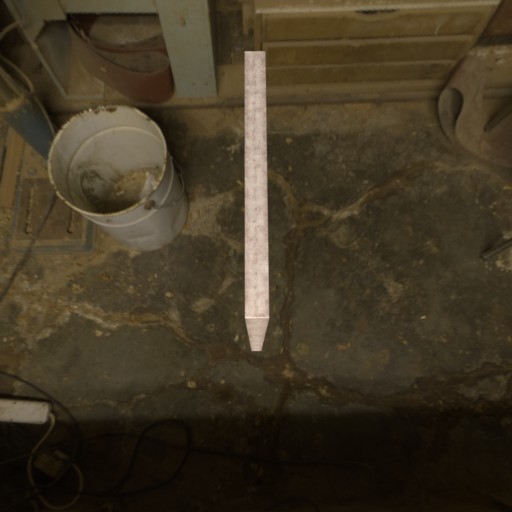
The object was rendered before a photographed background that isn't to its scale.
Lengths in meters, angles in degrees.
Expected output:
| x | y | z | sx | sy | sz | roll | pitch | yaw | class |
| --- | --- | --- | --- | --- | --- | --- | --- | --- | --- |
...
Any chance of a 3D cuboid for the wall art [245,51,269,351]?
| x | y | z | sx | sy | sz | roll | pitch | yaw | class |
| --- | --- | --- | --- | --- | --- | --- | --- | --- | --- |
| 0.000 | 0.000 | 1.702 | 0.051 | 1.461 | 0.648 | 0 | 75 | 0 | wall art |
